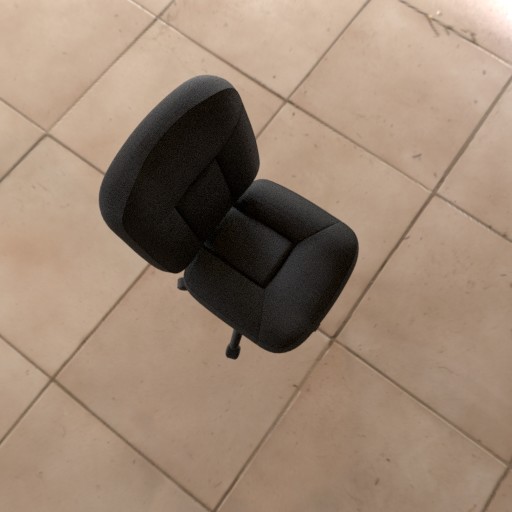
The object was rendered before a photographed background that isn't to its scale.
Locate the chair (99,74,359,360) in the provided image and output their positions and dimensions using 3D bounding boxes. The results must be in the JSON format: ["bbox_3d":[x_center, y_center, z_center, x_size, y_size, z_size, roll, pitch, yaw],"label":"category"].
[{"bbox_3d":[0.000,0.000,1.369,0.610,0.972,0.610,34,78,8],"label":"chair"}]
